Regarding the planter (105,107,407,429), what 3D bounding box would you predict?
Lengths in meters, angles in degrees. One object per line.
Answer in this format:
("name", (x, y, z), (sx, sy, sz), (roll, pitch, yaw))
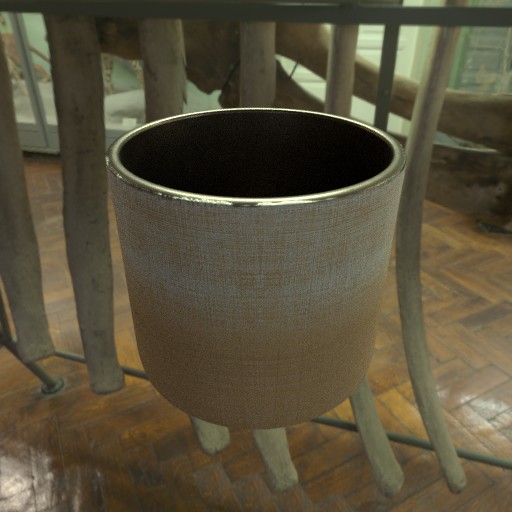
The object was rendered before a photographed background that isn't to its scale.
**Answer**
("planter", (0.000, 0.000, 0.383), (0.221, 0.201, 0.221), (0, 32, 0))
